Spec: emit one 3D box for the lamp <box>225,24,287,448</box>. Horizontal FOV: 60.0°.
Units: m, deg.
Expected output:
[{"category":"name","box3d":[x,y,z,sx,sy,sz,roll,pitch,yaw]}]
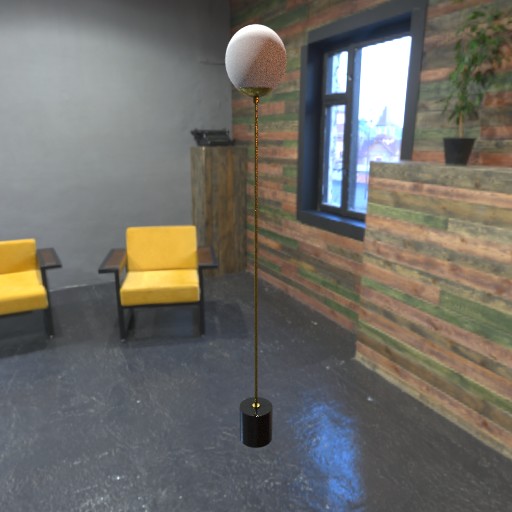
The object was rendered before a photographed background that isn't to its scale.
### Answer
[{"category":"lamp","box3d":[0.000,0.000,1.847,0.229,1.748,0.229,-7,16,-25]}]
